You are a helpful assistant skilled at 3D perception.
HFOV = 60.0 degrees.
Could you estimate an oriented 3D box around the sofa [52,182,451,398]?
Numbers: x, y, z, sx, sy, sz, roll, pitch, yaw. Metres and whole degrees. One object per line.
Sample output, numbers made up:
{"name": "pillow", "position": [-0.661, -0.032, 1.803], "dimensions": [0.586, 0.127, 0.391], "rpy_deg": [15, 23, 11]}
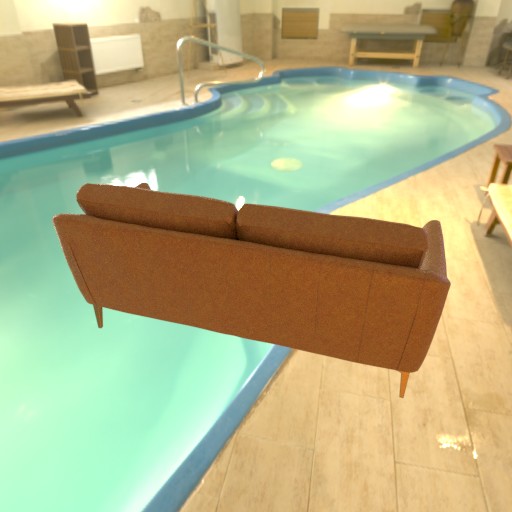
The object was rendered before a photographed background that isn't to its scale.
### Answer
{"name": "sofa", "position": [0.000, 0.000, 2.578], "dimensions": [2.036, 0.945, 0.981], "rpy_deg": [9, 33, 15]}
